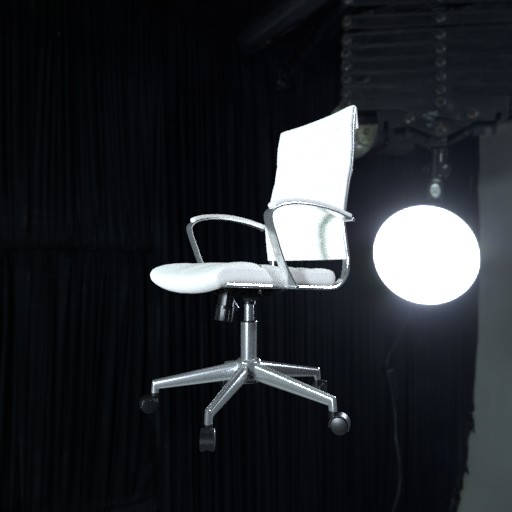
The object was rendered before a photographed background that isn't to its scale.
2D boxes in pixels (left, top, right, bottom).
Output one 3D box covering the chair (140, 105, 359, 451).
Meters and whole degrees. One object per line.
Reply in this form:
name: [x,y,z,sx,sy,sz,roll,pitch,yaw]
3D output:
chair: [0.000,0.000,1.669,0.739,1.149,0.766,1,-2,-36]
